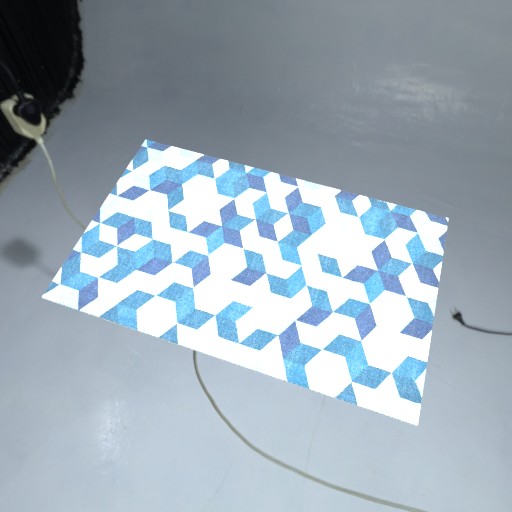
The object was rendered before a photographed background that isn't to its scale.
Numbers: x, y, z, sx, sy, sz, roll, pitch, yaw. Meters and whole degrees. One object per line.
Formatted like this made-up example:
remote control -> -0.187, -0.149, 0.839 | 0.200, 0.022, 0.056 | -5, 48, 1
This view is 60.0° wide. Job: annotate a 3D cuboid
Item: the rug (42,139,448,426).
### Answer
rug -> 0.000, 0.000, 3.059 | 2.438, 0.015, 1.518 | 16, 60, 10
